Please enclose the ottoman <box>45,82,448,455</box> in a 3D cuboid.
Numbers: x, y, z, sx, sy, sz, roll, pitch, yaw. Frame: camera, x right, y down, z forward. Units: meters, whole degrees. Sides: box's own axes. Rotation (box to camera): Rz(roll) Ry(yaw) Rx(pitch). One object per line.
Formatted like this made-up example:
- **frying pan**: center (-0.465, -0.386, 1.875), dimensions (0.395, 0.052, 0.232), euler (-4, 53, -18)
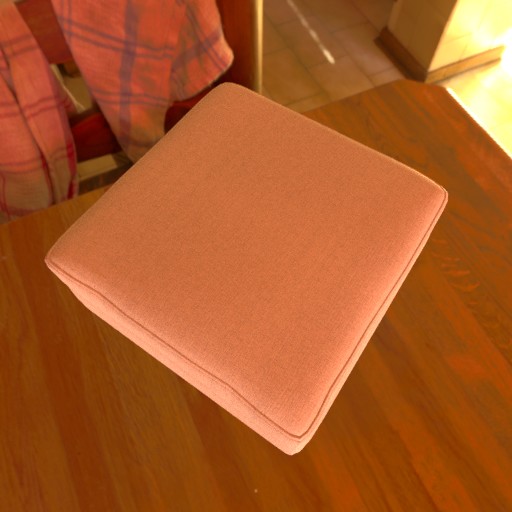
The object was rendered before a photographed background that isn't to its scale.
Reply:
- **ottoman**: center (0.000, 0.000, 1.385), dimensions (0.838, 0.503, 0.838), euler (31, 66, 15)
